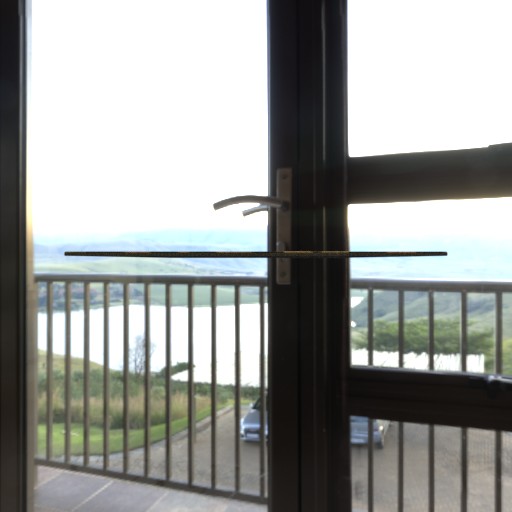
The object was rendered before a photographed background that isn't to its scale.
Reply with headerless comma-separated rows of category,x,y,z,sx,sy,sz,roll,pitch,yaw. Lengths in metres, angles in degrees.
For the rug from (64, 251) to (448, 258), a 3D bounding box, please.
rug,0.000,0.000,2.319,1.235,0.014,1.829,0,0,0
